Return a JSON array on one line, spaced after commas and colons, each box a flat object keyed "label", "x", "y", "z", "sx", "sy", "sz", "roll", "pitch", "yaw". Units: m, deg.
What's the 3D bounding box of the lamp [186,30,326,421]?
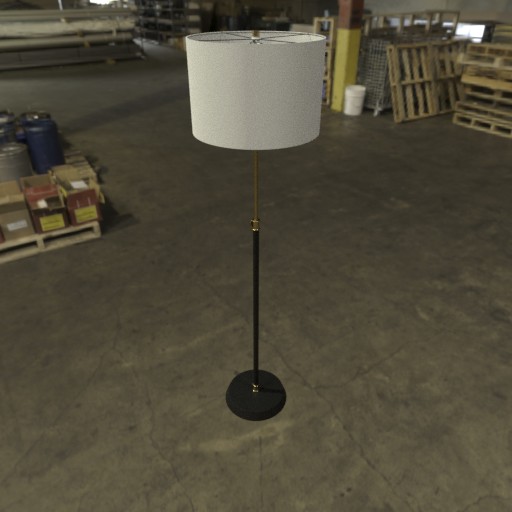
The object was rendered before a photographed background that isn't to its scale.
[{"label": "lamp", "x": 0.000, "y": 0.000, "z": 1.668, "sx": 0.404, "sy": 1.517, "sz": 0.404, "roll": -19, "pitch": 36, "yaw": -29}]
